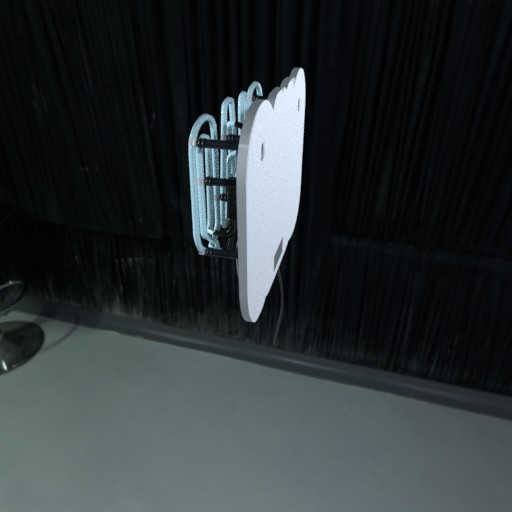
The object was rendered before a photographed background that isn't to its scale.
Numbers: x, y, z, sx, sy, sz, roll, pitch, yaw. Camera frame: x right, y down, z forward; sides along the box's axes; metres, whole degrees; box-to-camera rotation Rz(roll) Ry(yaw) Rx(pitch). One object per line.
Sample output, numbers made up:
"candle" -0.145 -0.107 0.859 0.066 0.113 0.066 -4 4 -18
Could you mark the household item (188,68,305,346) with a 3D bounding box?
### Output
"household item" 0.000 0.000 0.394 0.042 0.294 0.211 7 32 12
